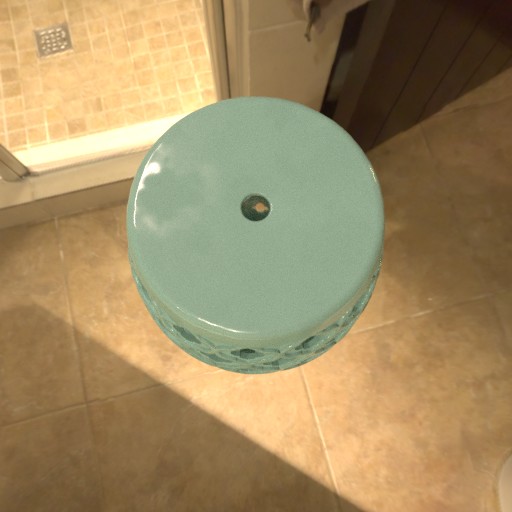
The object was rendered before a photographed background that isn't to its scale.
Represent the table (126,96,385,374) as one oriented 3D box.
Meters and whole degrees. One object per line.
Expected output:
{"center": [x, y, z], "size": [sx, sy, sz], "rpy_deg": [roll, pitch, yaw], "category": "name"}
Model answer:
{"center": [0.000, 0.000, 0.630], "size": [0.325, 0.388, 0.325], "rpy_deg": [0, 75, 0], "category": "table"}
